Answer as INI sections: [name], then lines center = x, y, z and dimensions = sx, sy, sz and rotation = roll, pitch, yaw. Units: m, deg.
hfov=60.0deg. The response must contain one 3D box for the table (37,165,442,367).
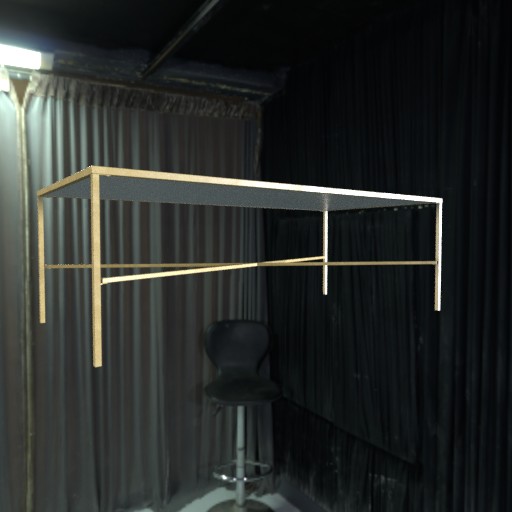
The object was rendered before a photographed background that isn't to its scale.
[table]
center = 0.000, 0.000, 1.458
dimensions = 1.206, 0.398, 0.580
rotation = -2, 3, -36
